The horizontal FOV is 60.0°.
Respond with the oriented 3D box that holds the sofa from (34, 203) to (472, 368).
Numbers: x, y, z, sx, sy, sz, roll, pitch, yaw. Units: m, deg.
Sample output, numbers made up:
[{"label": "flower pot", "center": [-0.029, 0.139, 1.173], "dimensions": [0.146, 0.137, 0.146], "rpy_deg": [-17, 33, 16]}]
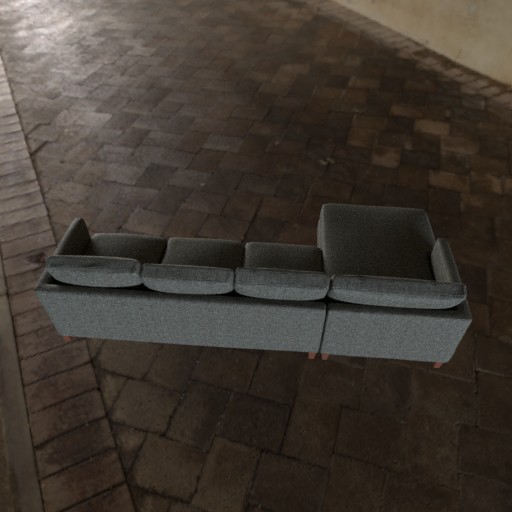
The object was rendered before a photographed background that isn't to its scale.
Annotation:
[{"label": "sofa", "center": [0.000, 0.000, 4.189], "dimensions": [3.485, 0.960, 1.635], "rpy_deg": [3, 46, 3]}]
